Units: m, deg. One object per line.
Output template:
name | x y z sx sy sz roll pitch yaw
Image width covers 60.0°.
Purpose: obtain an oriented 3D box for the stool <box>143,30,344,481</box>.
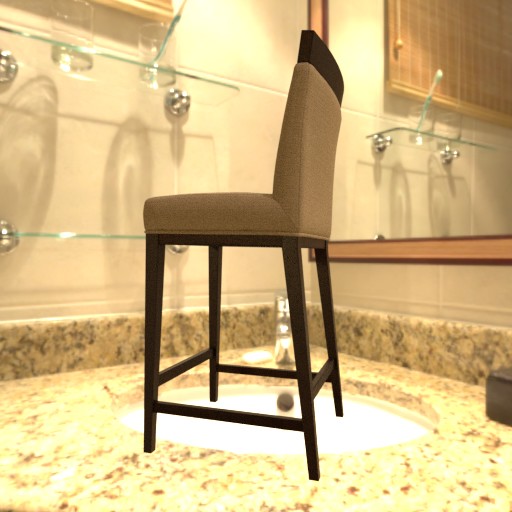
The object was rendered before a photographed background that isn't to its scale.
stool | 0.000 0.000 1.398 0.531 1.117 0.511 0 1 19
